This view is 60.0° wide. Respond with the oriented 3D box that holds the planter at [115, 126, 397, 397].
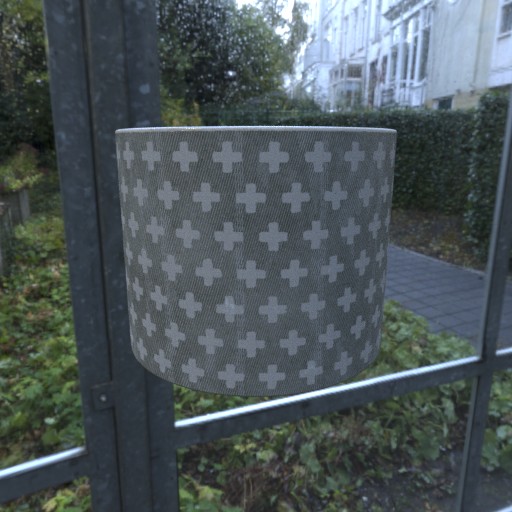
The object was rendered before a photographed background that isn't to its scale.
[{"bbox_3d":[0.000,0.000,0.440,0.250,0.239,0.250,0,14,0],"label":"planter"}]
